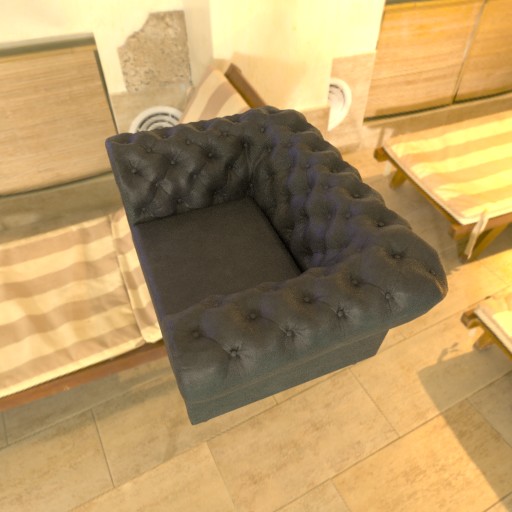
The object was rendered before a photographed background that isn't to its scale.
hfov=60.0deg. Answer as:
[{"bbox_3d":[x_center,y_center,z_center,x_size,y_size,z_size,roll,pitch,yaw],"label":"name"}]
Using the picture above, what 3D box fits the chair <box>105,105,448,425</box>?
[{"bbox_3d":[0.000,0.000,1.895,0.943,0.780,1.298,-16,48,-15],"label":"chair"}]
